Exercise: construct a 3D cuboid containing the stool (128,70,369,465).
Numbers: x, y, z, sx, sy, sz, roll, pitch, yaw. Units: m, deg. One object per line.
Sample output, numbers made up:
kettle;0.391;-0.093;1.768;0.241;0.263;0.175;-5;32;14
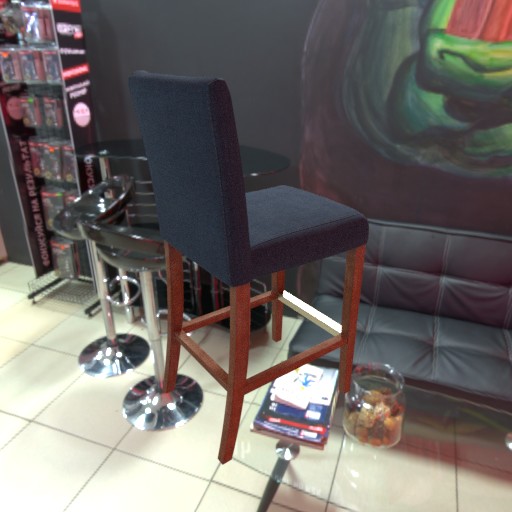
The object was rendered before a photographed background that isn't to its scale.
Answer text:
stool;0.000;0.000;1.407;0.574;1.088;0.454;-18;30;-33
